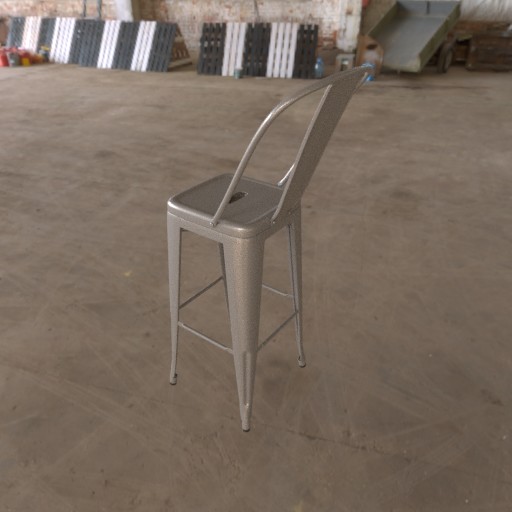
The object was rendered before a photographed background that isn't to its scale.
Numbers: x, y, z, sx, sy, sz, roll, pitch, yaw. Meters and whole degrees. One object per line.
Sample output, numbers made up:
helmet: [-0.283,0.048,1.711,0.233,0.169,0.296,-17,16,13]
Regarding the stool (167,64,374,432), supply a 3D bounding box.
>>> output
stool: [0.000,0.000,1.331,0.513,1.096,0.399,21,37,30]
